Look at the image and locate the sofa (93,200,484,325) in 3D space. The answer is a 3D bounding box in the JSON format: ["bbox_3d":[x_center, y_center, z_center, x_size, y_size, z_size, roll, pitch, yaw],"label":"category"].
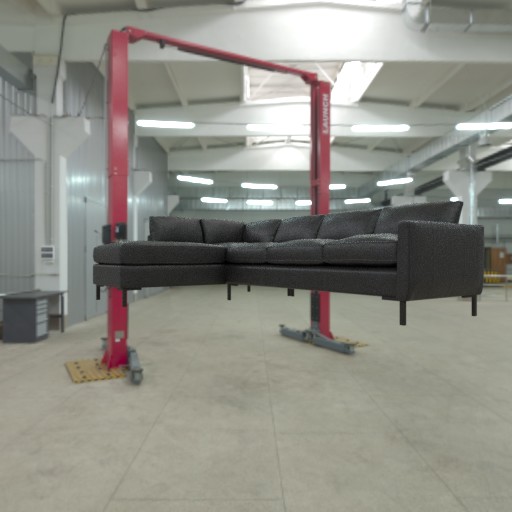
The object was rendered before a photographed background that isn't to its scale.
[{"bbox_3d":[0.000,0.000,3.821,1.938,0.877,2.984,0,0,-36],"label":"sofa"}]
